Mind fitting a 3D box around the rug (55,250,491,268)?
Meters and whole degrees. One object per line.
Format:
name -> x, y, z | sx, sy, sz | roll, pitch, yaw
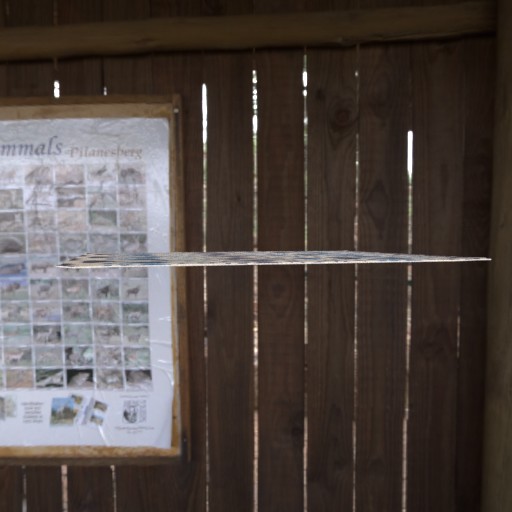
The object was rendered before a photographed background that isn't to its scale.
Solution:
rug -> 0.000, 0.000, 4.248 | 3.228, 0.024, 2.443 | -1, 2, -17
